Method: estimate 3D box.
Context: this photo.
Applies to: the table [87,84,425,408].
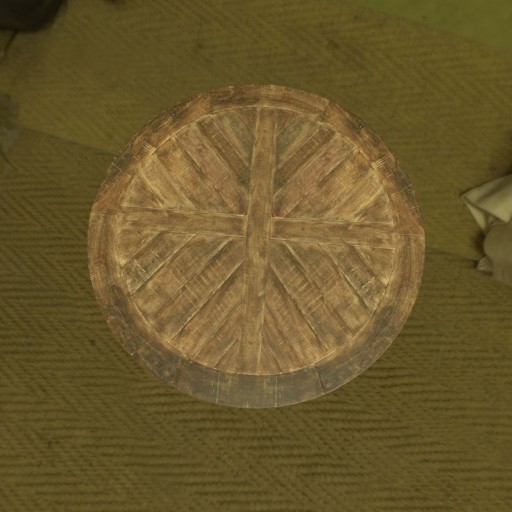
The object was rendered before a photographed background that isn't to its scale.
[{"bbox_3d":[0.000,0.000,2.030,1.264,0.762,1.264,0,76,0],"label":"table"}]
